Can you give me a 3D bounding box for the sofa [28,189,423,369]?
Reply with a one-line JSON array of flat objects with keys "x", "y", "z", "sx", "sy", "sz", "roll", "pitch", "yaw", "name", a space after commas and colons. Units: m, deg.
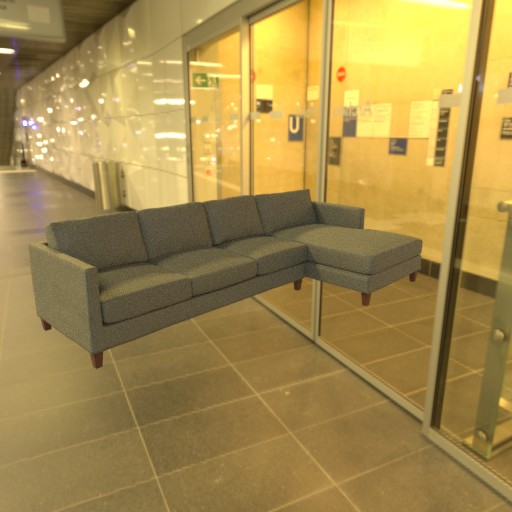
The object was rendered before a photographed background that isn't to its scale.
[{"x": 0.000, "y": 0.000, "z": 3.873, "sx": 1.625, "sy": 0.861, "sz": 3.186, "roll": 15, "pitch": 21, "yaw": 42, "name": "sofa"}]
